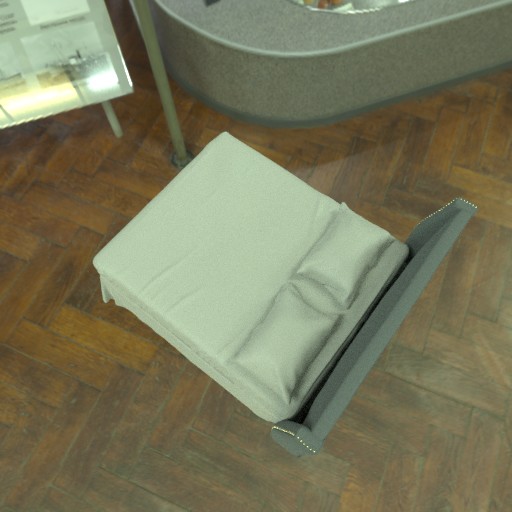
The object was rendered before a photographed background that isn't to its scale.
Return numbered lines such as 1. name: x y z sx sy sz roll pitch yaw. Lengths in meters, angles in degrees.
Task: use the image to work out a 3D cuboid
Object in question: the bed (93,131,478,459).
1. bed: 0.000 0.000 3.473 2.276 1.332 1.925 35 70 15
